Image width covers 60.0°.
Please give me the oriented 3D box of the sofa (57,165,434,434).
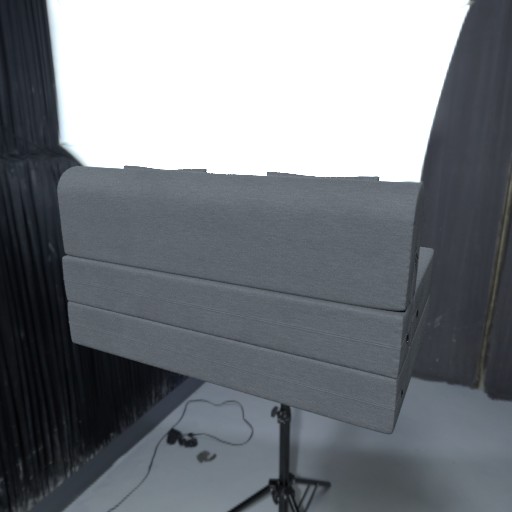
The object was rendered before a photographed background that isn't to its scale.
[{"bbox_3d":[0.000,0.000,1.691,1.225,0.670,0.762,8,18,26],"label":"sofa"}]
